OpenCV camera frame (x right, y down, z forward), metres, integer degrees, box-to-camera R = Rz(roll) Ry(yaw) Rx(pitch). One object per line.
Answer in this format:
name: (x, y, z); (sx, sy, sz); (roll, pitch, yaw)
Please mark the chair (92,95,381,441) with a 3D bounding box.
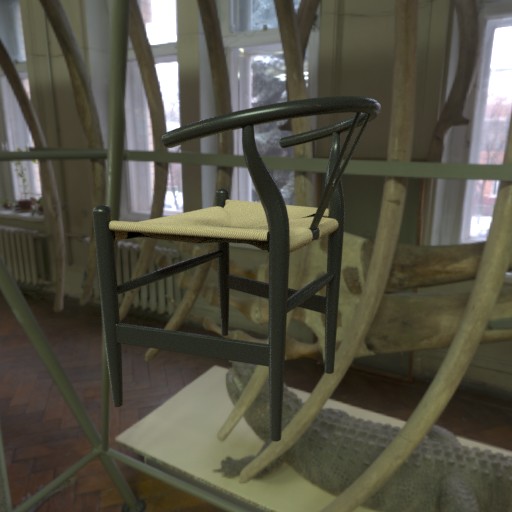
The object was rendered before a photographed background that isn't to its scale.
chair: (0.000, 0.000, 1.136); (0.570, 0.739, 0.570); (7, 16, 28)
